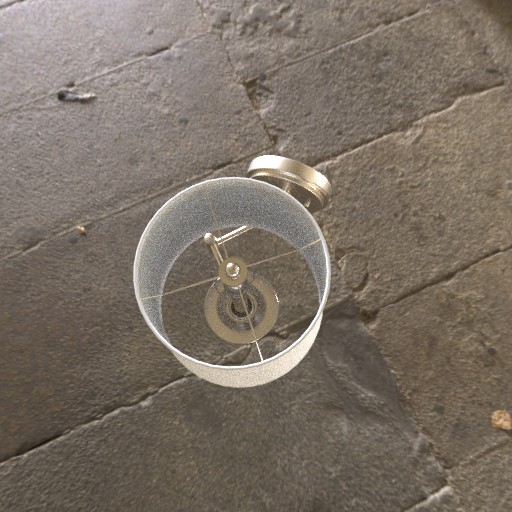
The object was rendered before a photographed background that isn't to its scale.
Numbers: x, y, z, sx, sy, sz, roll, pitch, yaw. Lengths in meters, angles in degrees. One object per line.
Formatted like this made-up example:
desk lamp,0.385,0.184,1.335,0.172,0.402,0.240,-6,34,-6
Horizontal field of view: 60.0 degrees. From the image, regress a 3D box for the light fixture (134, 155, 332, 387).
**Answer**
light fixture,0.000,0.000,0.594,0.223,0.381,0.348,19,77,5
